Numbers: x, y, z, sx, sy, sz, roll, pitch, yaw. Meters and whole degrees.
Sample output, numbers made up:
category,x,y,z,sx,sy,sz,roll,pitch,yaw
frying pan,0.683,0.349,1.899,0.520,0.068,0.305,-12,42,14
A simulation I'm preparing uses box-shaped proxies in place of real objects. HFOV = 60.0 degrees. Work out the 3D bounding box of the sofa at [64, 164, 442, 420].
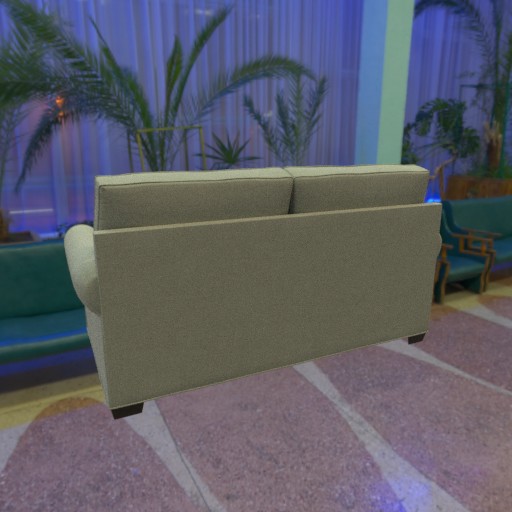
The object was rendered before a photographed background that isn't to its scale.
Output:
category,x,y,z,sx,sy,sz,roll,pitch,yaw
sofa,0.000,0.000,2.273,1.774,0.933,0.861,-7,17,-24
